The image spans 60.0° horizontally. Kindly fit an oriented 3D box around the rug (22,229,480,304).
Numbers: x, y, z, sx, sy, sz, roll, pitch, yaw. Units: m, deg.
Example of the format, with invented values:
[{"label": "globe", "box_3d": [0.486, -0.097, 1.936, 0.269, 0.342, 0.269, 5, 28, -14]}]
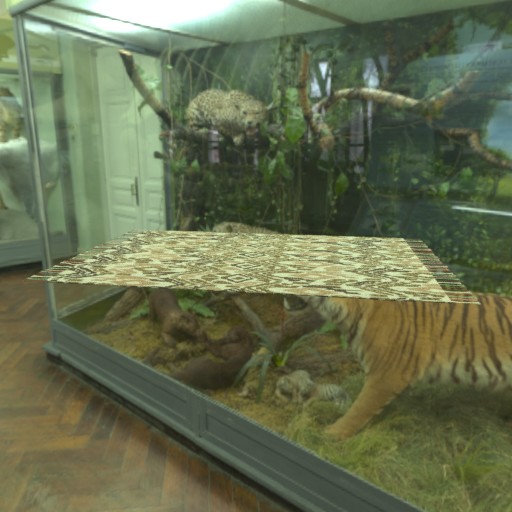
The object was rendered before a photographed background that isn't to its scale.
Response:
[{"label": "rug", "box_3d": [0.000, 0.000, 3.015, 2.438, 0.008, 1.524, 2, 15, 9]}]
